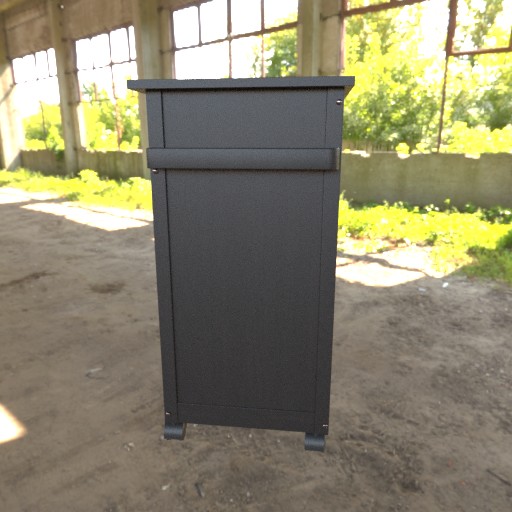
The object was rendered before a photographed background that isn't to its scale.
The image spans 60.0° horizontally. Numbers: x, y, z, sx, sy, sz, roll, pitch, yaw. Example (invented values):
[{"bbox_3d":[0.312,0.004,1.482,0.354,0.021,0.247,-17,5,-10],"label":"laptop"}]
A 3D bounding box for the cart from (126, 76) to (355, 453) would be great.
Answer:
[{"bbox_3d":[0.000,0.000,1.272,0.456,0.879,0.660,2,15,7],"label":"cart"}]
